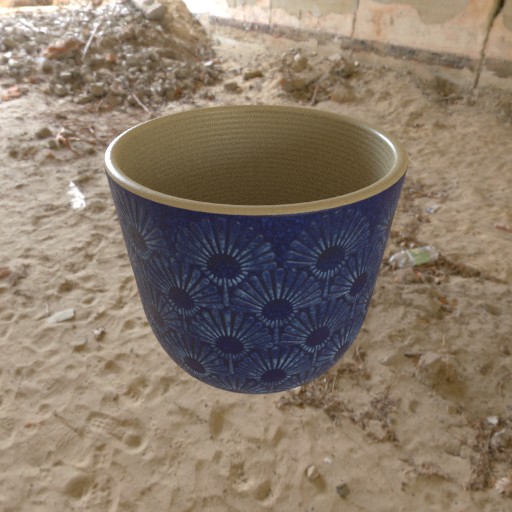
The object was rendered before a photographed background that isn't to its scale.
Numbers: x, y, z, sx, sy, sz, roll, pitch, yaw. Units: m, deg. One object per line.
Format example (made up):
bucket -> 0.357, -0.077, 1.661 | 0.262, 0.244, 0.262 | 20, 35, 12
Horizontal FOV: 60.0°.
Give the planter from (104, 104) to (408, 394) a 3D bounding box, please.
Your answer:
planter -> 0.000, 0.000, 0.363 | 0.206, 0.190, 0.206 | 0, 33, 0
